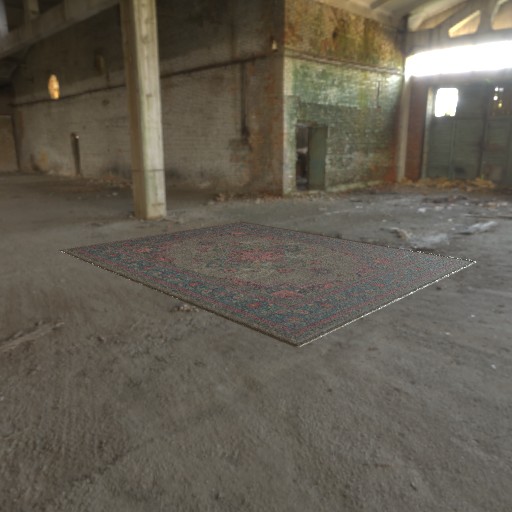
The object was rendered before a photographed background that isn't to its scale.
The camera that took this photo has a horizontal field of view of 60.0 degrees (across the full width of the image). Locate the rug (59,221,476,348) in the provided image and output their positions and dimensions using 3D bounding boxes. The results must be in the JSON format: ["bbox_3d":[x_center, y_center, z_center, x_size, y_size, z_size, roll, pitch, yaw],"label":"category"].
[{"bbox_3d":[0.000,0.000,4.116,2.434,0.013,3.057,-13,19,-43],"label":"rug"}]
